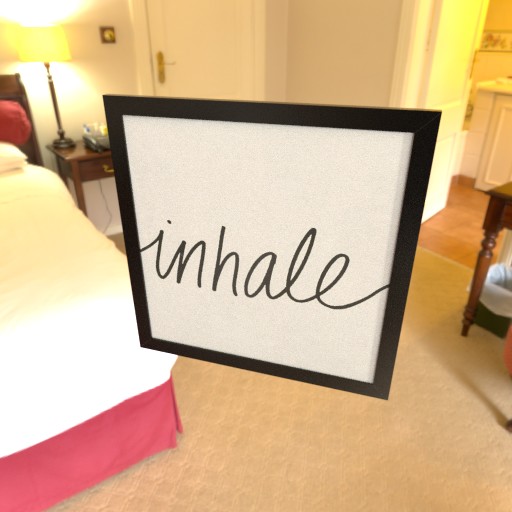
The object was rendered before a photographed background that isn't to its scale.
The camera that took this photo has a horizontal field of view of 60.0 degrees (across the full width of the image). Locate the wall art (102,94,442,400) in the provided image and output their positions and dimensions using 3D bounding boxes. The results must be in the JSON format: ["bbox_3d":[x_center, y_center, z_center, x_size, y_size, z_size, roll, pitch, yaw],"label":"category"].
[{"bbox_3d":[0.000,0.000,0.669,0.446,0.445,0.014,8,28,15],"label":"wall art"}]
